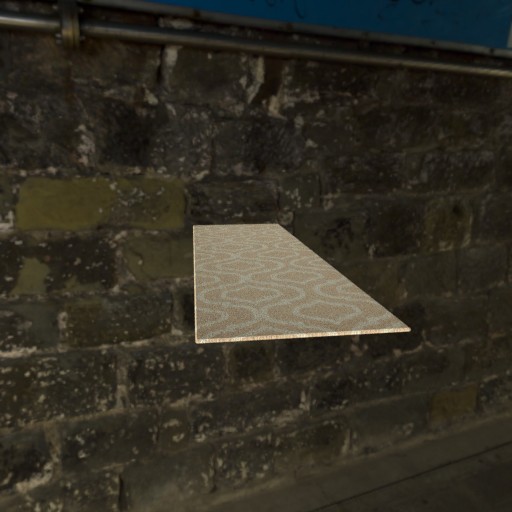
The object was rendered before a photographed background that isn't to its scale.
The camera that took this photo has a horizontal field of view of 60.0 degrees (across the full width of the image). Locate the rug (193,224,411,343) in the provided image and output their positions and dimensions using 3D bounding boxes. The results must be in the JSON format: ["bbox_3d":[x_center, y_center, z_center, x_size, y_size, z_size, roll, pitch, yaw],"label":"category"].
[{"bbox_3d":[0.000,0.000,2.489,0.691,0.013,2.289,-2,13,-8],"label":"rug"}]
